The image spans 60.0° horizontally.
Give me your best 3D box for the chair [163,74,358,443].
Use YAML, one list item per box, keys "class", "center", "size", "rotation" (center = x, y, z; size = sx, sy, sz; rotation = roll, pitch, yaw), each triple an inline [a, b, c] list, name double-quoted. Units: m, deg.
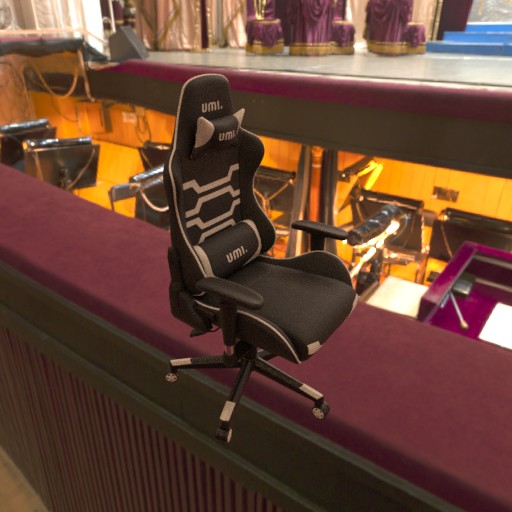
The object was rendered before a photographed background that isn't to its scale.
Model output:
- class: "chair"
  center: [0.000, 0.000, 1.654]
  size: [0.700, 1.240, 0.700]
  rotation: [18, 32, 31]
